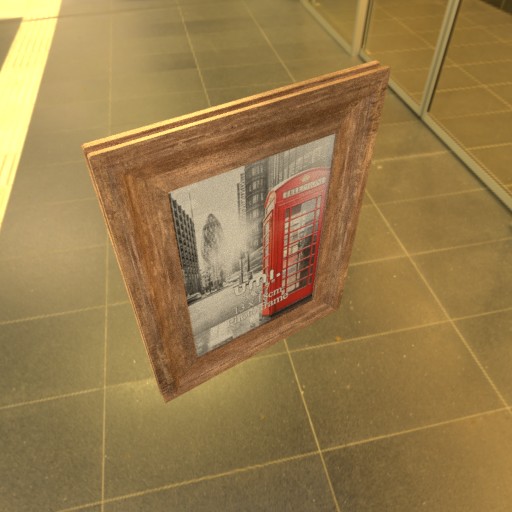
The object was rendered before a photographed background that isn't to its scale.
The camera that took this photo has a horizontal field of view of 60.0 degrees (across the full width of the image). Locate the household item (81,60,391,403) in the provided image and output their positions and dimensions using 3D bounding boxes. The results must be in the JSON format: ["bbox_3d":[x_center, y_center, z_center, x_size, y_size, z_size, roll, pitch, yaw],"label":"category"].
[{"bbox_3d":[0.000,0.000,0.322,0.186,0.237,0.018,-24,50,-22],"label":"household item"}]
